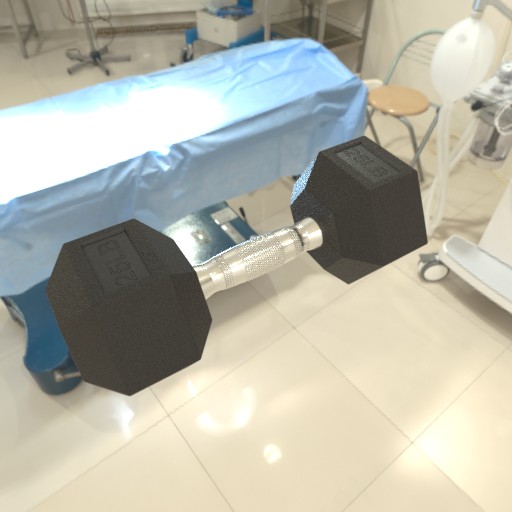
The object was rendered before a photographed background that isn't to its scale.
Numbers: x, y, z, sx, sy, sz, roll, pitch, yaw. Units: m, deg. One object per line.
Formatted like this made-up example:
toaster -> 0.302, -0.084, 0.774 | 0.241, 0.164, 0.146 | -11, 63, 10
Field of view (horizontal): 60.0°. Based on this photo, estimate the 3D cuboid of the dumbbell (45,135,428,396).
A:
dumbbell -> 0.000, 0.000, 0.374 | 0.315, 0.113, 0.129 | -24, 50, -21
